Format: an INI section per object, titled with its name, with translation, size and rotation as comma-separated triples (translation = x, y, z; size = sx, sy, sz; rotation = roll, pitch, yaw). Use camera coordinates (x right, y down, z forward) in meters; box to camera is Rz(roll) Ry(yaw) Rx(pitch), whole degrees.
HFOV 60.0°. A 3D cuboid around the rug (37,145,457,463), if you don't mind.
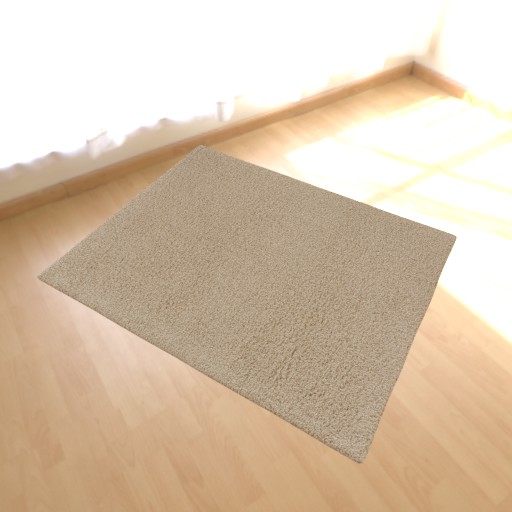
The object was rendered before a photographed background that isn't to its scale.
[rug]
translation = 0.000, 0.000, 4.070
size = 3.047, 0.029, 2.438
rotation = 24, 51, 21
